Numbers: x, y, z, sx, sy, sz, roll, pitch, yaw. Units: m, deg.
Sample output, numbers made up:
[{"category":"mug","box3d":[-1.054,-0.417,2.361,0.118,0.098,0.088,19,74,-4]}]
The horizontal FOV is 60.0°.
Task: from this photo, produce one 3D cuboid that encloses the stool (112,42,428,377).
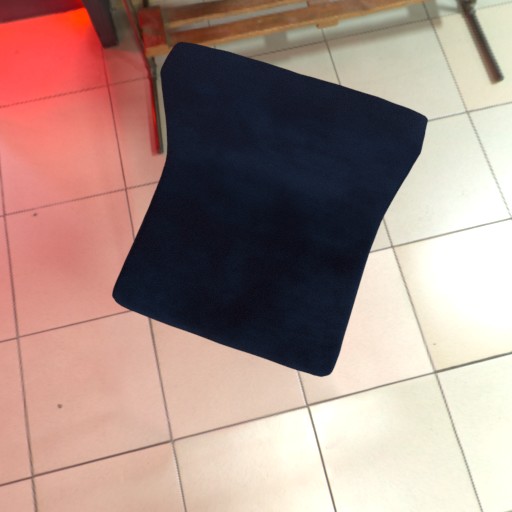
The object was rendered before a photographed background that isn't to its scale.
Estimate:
[{"category":"stool","box3d":[0.000,0.000,1.212,0.511,0.945,0.516,19,77,5]}]
